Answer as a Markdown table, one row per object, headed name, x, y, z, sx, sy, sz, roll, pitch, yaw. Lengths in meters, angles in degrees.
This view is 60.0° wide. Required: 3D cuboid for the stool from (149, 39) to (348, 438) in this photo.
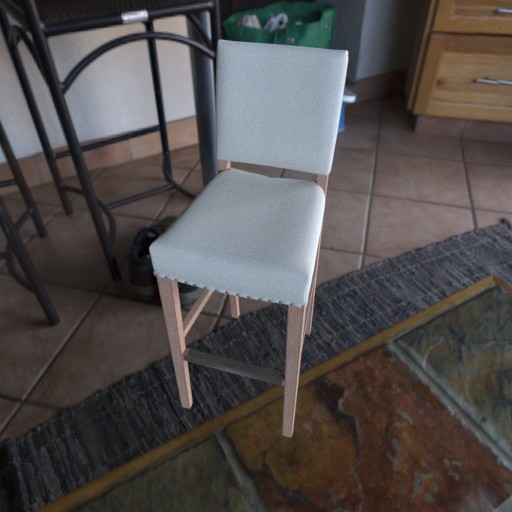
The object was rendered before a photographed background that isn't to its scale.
| name | x | y | z | sx | sy | sz | roll | pitch | yaw |
| --- | --- | --- | --- | --- | --- | --- | --- | --- | --- |
| stool | 0.000 | 0.000 | 1.420 | 0.428 | 1.143 | 0.546 | 11 | 42 | 13 |
